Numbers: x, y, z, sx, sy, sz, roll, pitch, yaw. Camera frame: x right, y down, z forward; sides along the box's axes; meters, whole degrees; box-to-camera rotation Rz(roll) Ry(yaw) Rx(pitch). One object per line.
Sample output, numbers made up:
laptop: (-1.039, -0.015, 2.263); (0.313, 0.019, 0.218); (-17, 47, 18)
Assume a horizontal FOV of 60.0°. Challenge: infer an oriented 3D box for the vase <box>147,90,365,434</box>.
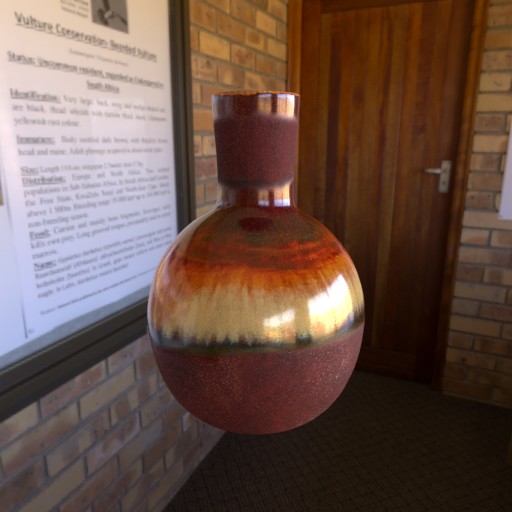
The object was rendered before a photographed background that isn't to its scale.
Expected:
vase: (0.000, 0.000, 0.225); (0.111, 0.154, 0.111); (0, 15, 0)
